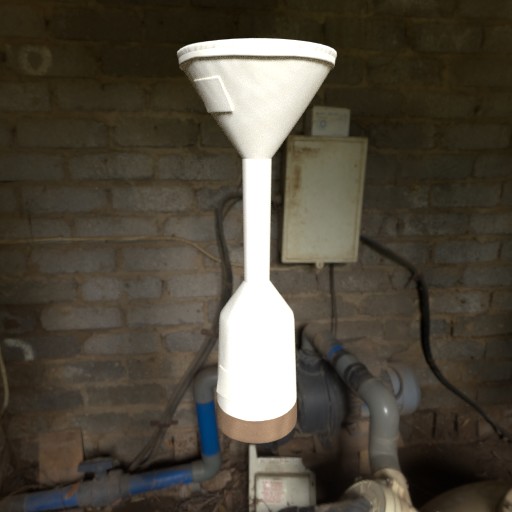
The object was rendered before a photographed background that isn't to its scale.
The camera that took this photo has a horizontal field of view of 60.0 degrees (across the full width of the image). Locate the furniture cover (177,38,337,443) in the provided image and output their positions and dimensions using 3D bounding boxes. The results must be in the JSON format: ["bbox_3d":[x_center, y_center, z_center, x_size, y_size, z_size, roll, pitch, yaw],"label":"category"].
[{"bbox_3d":[0.000,0.000,2.874,0.914,2.413,0.914,14,21,43],"label":"furniture cover"}]
